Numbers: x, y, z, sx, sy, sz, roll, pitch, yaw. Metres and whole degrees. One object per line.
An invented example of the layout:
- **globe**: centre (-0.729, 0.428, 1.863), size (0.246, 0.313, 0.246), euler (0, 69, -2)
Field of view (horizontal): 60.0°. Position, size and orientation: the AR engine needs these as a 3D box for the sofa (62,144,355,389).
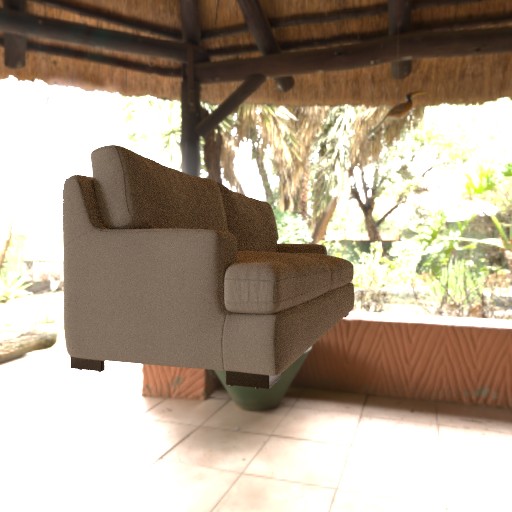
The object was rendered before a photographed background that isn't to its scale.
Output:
- **sofa**: centre (0.000, 0.000, 2.629), size (0.929, 0.925, 2.147), euler (0, 0, 19)
